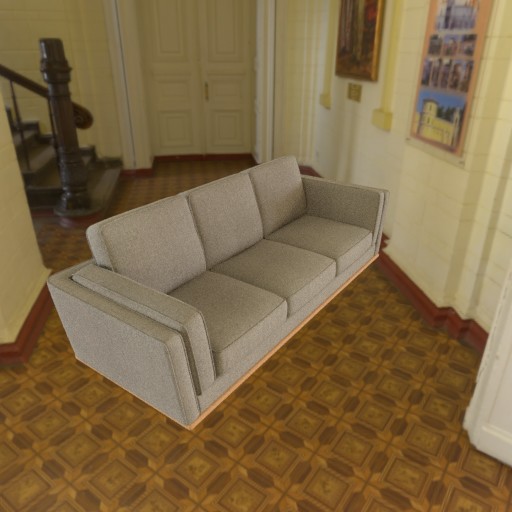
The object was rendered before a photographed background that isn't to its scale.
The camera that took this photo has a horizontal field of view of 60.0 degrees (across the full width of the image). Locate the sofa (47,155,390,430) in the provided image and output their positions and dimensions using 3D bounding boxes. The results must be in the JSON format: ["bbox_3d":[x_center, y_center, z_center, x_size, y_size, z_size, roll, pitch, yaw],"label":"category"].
[{"bbox_3d":[0.000,0.000,2.876,0.903,0.899,2.362,18,31,32],"label":"sofa"}]
